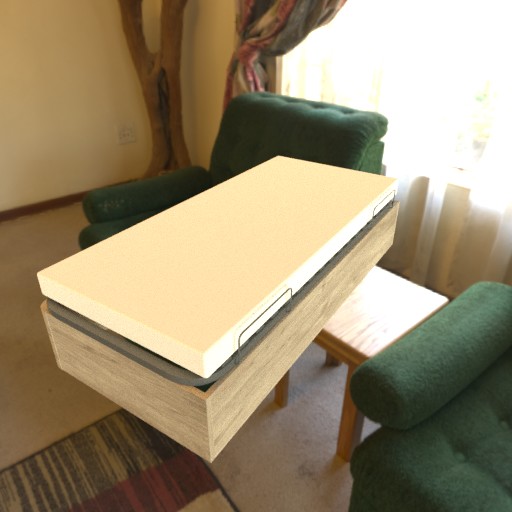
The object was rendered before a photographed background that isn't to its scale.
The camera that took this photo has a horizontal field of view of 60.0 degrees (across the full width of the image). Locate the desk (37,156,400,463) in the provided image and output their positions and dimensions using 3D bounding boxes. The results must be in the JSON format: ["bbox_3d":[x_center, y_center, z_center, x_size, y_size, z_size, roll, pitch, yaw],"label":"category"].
[{"bbox_3d":[0.000,0.000,2.302,0.900,0.455,1.900,18,34,29],"label":"desk"}]
